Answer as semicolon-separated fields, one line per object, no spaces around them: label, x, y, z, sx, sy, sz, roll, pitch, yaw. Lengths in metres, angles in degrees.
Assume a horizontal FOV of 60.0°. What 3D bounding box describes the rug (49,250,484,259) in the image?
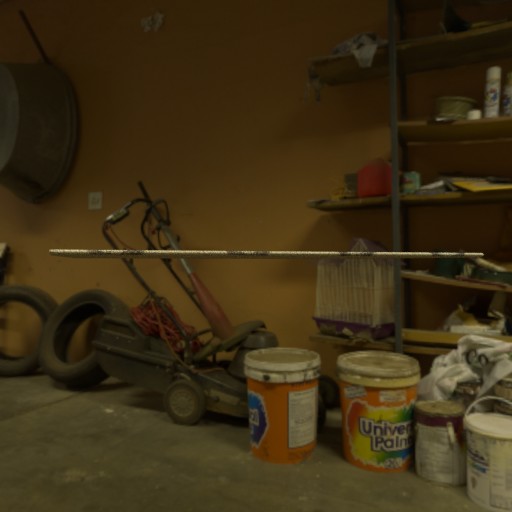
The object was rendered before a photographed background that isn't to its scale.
rug;0.000;0.000;2.945;2.348;0.024;1.501;0;-1;-19
